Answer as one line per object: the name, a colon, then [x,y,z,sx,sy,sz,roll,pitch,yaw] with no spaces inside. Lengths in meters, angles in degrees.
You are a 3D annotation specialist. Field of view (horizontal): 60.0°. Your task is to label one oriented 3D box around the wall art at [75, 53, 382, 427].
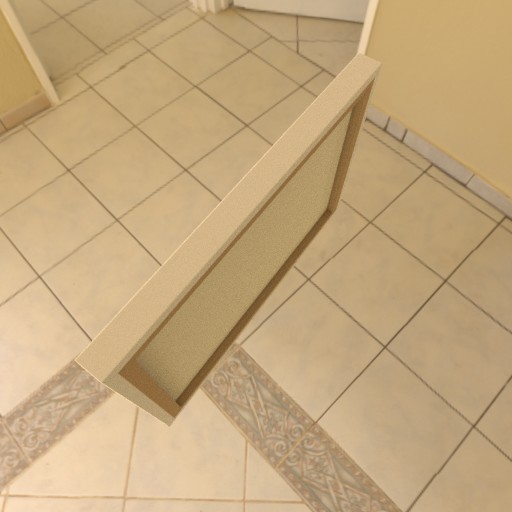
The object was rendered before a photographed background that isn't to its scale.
wall art: [0.000,0.000,0.771,0.042,0.414,0.608,33,68,16]
